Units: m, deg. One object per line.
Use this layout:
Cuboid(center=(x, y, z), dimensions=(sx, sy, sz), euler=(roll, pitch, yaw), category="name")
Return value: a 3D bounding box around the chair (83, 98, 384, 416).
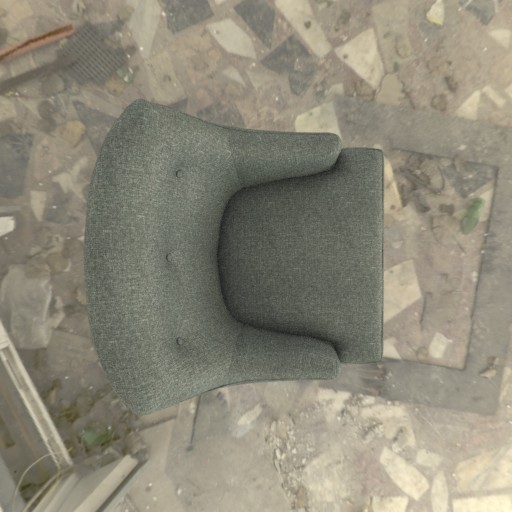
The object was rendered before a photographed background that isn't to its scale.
Cuboid(center=(0.000, 0.000, 1.562), dimensions=(0.923, 0.856, 0.864), euler=(0, 91, 0), category="chair")
